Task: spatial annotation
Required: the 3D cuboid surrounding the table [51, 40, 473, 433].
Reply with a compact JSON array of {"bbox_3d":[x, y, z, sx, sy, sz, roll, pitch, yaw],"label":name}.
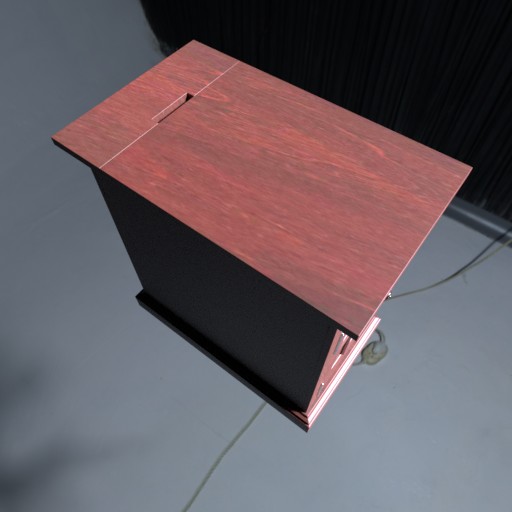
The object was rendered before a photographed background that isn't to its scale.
[{"bbox_3d":[0.000,0.000,0.970,0.584,0.612,0.356,32,62,19],"label":"table"}]
